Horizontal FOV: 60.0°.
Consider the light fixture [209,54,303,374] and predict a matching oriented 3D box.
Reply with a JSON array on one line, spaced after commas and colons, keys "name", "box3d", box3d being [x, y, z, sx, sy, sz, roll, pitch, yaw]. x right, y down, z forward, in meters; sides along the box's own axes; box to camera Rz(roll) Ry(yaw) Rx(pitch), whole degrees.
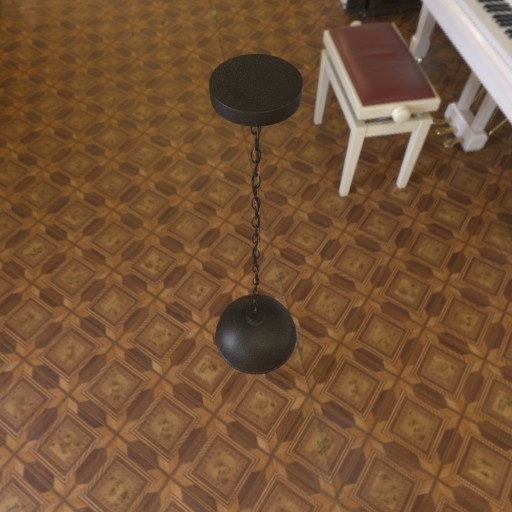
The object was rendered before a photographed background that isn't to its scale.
[{"name": "light fixture", "box3d": [0.000, 0.000, 1.209, 0.304, 1.090, 0.304, 2, 57, 1]}]
